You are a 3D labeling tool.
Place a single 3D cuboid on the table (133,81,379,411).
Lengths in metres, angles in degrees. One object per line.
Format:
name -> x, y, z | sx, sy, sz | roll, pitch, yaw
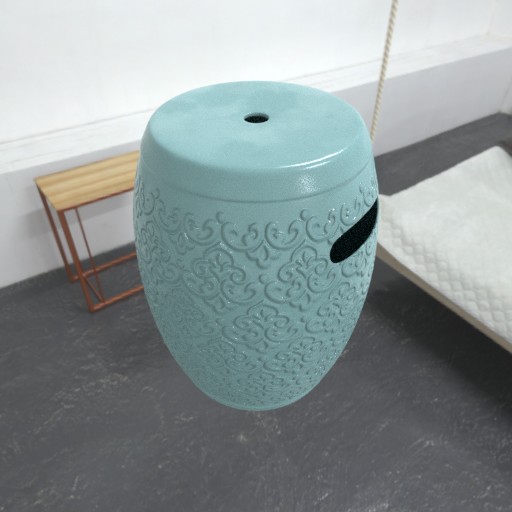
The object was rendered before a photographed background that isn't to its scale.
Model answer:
table -> 0.000, 0.000, 0.605 | 0.309, 0.397, 0.309 | 0, 41, 0
